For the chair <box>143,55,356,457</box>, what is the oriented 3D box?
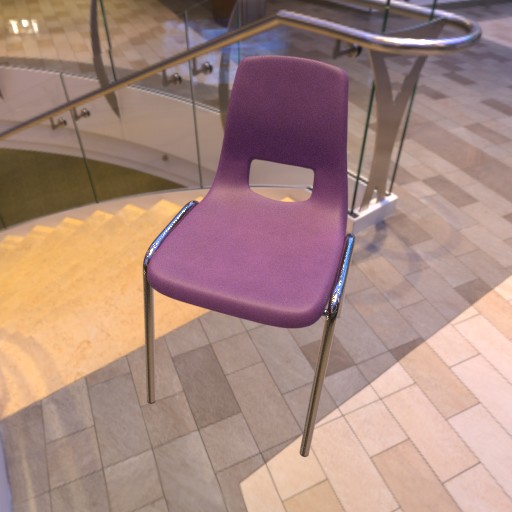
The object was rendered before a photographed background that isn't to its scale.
[{"bbox_3d":[0.000,0.000,0.902,0.381,0.654,0.432,13,43,15],"label":"chair"}]
